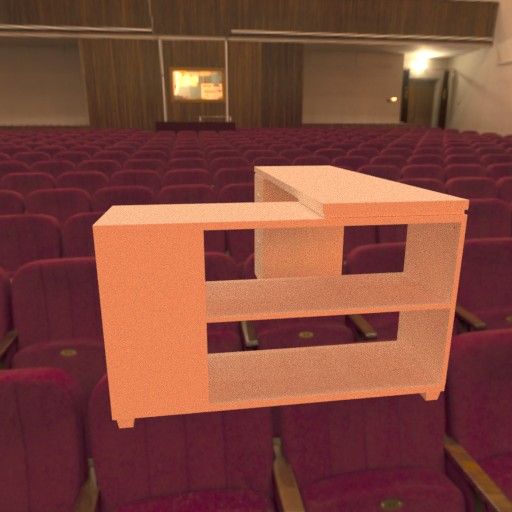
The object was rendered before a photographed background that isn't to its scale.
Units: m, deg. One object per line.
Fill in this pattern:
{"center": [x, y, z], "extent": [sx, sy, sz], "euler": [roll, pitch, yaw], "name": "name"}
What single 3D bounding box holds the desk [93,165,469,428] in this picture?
{"center": [0.000, 0.000, 2.206], "extent": [1.199, 0.759, 1.524], "euler": [-2, 16, -8], "name": "desk"}
